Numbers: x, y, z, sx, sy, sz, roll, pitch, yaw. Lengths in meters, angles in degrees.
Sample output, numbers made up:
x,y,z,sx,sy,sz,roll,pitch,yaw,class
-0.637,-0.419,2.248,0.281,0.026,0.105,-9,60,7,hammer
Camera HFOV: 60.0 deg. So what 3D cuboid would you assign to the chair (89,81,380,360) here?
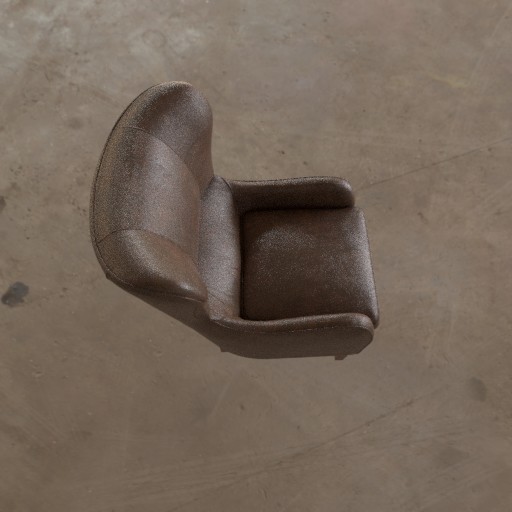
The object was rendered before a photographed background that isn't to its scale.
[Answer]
x,y,z,sx,sy,sz,roll,pitch,yaw,class
0.000,0.000,1.637,0.914,1.048,0.692,-1,64,-1,chair
